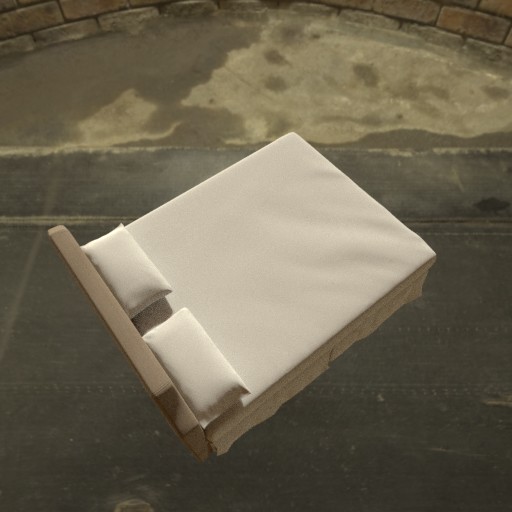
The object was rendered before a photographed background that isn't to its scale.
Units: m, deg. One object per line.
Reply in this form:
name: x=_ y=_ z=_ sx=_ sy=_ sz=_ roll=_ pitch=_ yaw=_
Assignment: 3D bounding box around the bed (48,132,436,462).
bed: x=0.000 y=0.000 z=3.630 sx=2.498 sy=1.293 sz=1.977 roll=-34 pitch=64 yaw=-19
